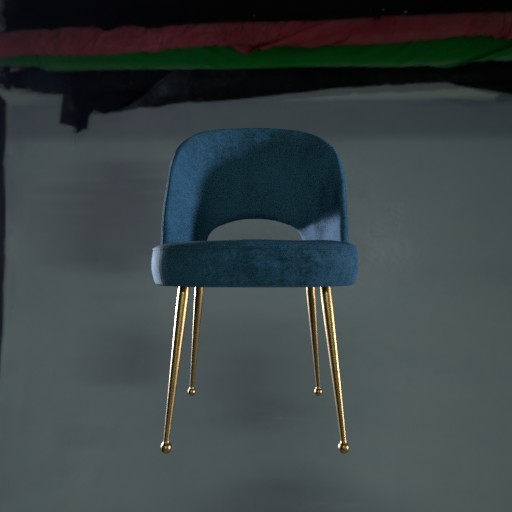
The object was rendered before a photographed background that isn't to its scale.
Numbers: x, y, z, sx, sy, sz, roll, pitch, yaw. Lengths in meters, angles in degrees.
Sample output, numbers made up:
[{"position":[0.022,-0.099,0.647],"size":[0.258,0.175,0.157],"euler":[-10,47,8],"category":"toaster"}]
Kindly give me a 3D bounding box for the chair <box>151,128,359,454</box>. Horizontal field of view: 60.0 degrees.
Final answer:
[{"position":[0.000,0.000,1.218],"size":[0.527,0.860,0.577],"euler":[0,0,0],"category":"chair"}]
